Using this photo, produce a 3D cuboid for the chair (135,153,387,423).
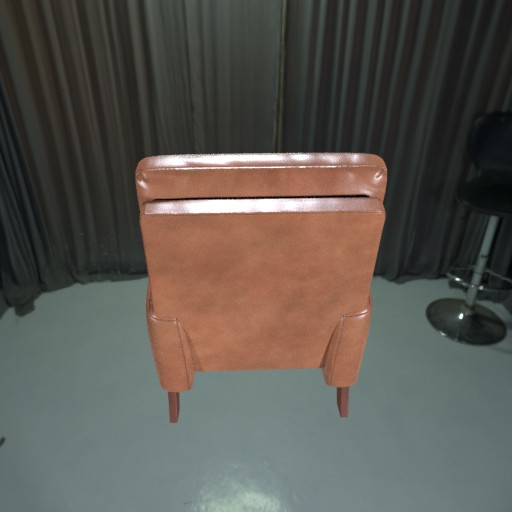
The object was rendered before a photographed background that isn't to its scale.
[{"bbox_3d":[0.000,0.000,1.681,0.762,0.990,0.990,-1,30,-2],"label":"chair"}]
